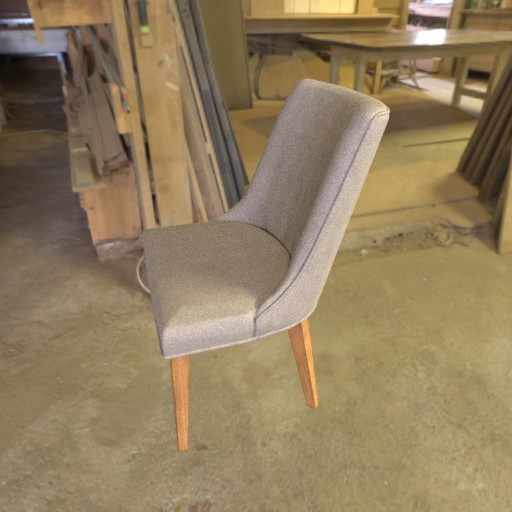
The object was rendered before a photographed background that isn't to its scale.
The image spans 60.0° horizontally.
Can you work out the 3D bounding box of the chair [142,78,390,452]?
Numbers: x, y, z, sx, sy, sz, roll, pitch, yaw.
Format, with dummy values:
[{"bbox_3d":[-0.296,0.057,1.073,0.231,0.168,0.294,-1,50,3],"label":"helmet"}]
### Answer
[{"bbox_3d":[0.000,0.000,1.319,0.636,0.916,0.548,-9,32,-15],"label":"chair"}]
